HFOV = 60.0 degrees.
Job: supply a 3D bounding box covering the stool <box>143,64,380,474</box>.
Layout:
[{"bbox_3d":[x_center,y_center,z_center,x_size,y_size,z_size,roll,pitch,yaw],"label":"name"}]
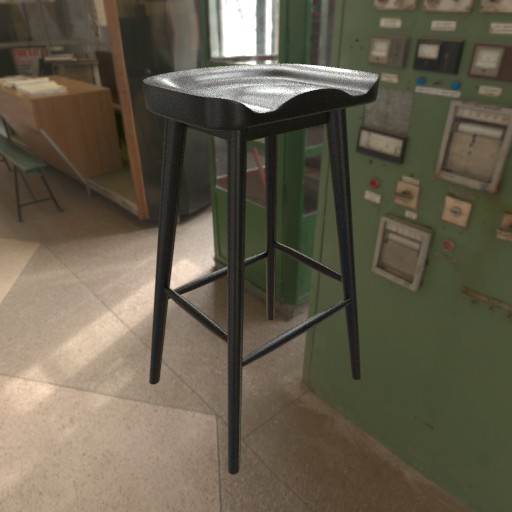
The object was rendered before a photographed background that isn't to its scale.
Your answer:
[{"bbox_3d":[0.000,0.000,0.985,0.440,0.749,0.361,-23,37,-35],"label":"stool"}]
